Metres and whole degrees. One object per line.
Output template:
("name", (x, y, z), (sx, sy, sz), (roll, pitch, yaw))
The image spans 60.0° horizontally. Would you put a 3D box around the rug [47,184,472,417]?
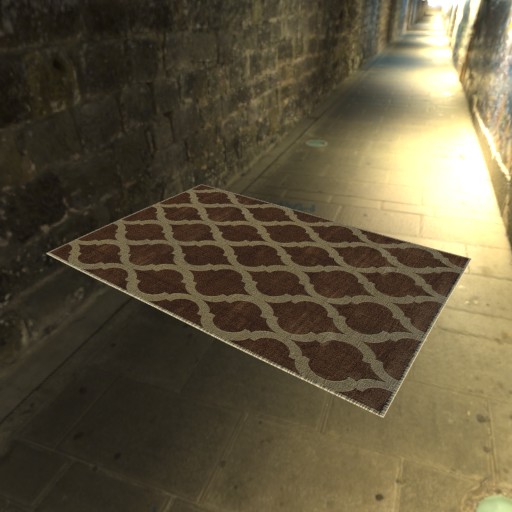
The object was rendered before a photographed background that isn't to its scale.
("rug", (0.000, 0.000, 2.847), (2.284, 0.008, 1.522), (19, 35, 30))
